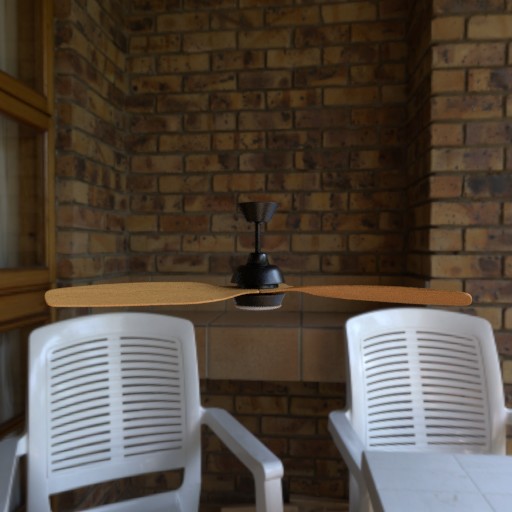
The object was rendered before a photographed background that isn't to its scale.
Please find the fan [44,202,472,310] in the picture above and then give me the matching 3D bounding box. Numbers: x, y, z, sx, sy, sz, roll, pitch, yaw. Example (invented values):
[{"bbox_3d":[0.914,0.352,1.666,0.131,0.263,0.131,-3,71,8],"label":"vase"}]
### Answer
[{"bbox_3d":[0.000,0.000,1.650,1.142,0.355,1.010,0,1,0],"label":"fan"}]
